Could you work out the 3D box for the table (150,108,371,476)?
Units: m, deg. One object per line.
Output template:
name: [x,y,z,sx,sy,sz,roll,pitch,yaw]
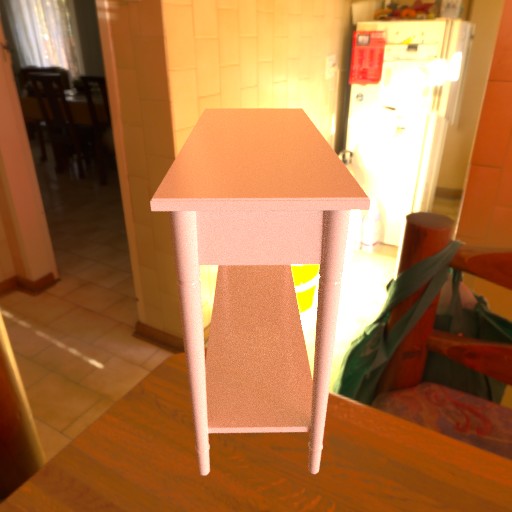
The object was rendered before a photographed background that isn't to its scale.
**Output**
table: [0.000,0.000,1.406,0.381,0.749,1.067,0,26,-1]
